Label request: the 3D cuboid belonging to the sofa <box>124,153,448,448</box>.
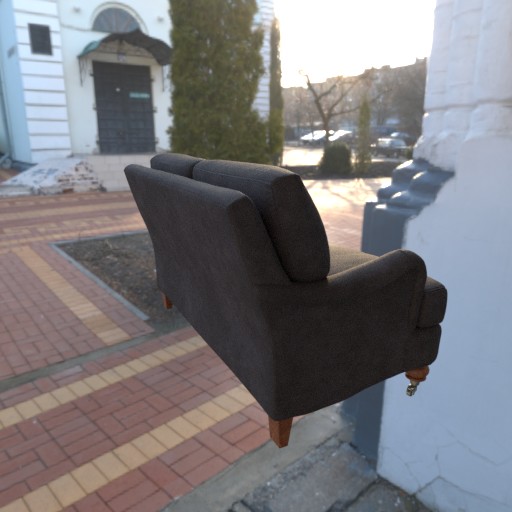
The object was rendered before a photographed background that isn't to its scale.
[{"bbox_3d":[0.000,0.000,2.521,1.084,1.101,1.853,-8,17,-26],"label":"sofa"}]
